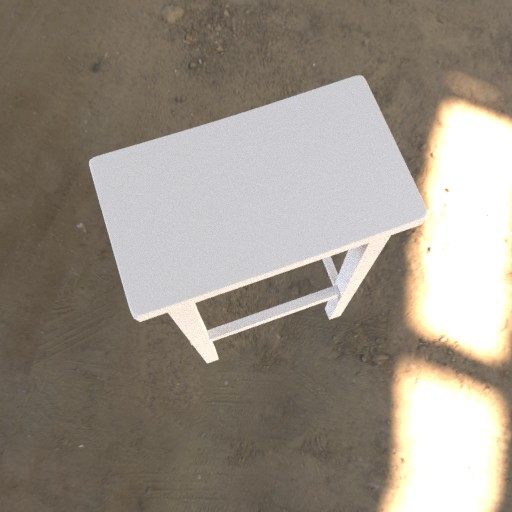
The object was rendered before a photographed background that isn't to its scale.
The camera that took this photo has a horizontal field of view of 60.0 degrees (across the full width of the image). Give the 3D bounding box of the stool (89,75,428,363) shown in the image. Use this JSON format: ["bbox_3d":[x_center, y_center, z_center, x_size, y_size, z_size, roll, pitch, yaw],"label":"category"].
[{"bbox_3d":[0.000,0.000,0.950,0.406,0.742,0.322,-19,76,-5],"label":"stool"}]
